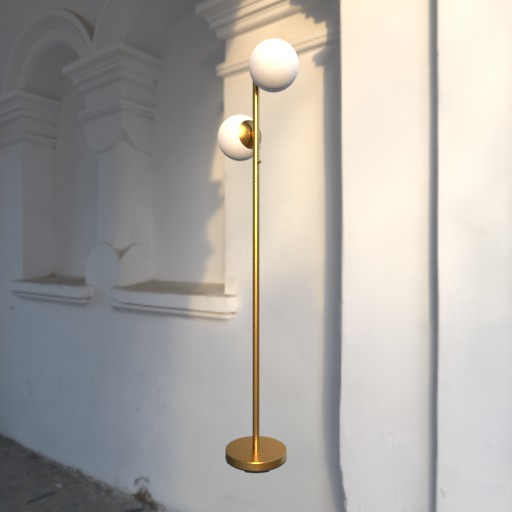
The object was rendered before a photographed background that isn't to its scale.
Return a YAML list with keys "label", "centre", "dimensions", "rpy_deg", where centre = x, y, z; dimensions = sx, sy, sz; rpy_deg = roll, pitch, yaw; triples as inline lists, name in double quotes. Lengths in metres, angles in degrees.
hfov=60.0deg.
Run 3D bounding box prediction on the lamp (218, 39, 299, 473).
- label: "lamp"
  centre: [0.000, 0.000, 1.792]
  dimensions: [0.249, 1.641, 0.419]
  rpy_deg: [0, 0, -37]
